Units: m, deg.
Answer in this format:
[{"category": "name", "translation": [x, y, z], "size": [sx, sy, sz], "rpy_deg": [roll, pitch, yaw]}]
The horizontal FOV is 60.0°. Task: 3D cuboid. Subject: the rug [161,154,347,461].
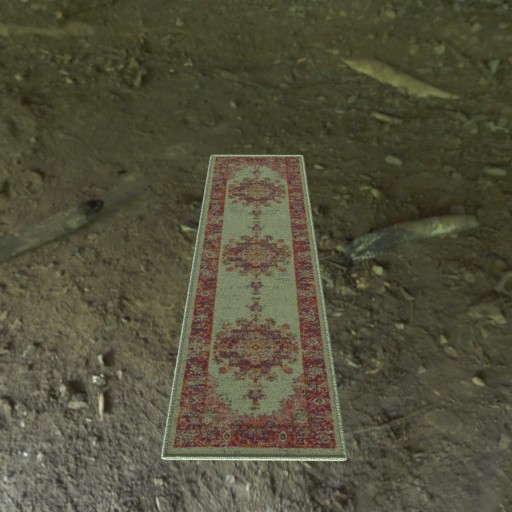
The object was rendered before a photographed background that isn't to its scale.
[{"category": "rug", "translation": [0.000, 0.000, 2.004], "size": [0.562, 0.009, 1.824], "rpy_deg": [0, 42, 0]}]
